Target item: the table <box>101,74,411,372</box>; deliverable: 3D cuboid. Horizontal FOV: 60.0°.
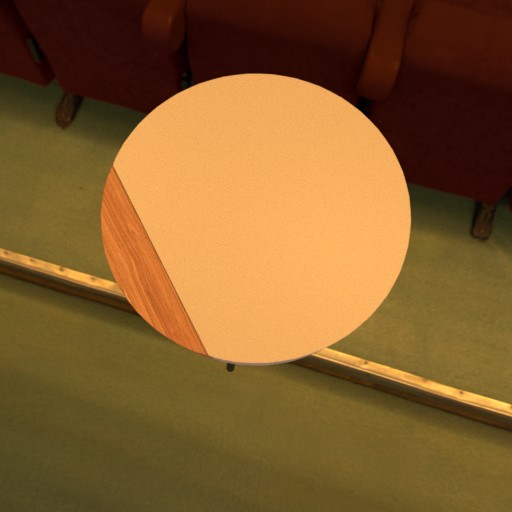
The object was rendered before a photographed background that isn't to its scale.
[{"bbox_3d":[0.000,0.000,0.873,0.450,0.525,0.450,0,74,0],"label":"table"}]
